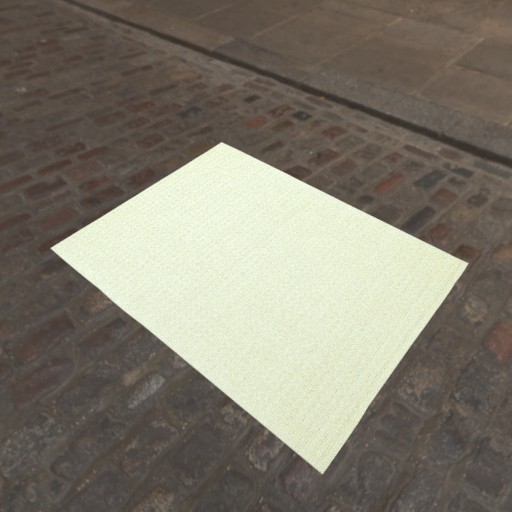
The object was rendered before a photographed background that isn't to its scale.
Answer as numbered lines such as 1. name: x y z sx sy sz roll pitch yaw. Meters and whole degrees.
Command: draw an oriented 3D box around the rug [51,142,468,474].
1. rug: 0.000 0.000 4.247 3.204 0.016 2.452 32 54 26
